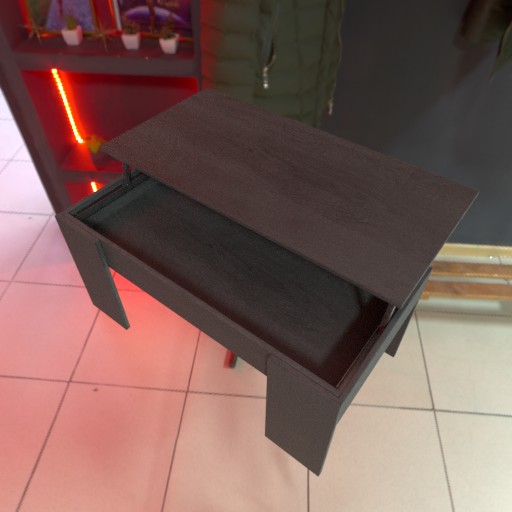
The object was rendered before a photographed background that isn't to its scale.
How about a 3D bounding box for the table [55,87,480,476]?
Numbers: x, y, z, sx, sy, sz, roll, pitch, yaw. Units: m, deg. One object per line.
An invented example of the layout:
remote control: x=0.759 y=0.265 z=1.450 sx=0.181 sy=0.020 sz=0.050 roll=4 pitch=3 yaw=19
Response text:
table: x=0.000 y=0.000 z=1.436 sx=1.000 sy=0.570 sz=0.711 roll=29 pitch=53 yaw=25
